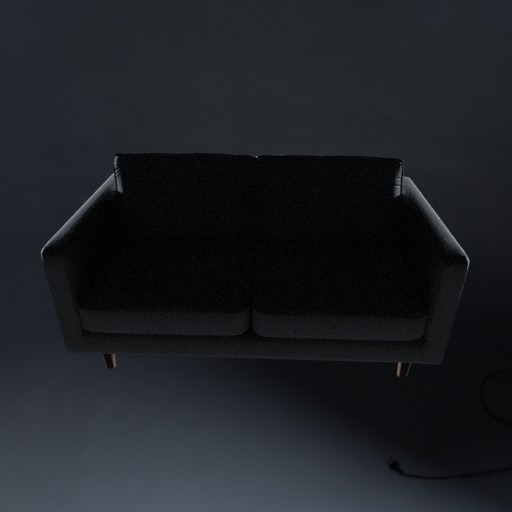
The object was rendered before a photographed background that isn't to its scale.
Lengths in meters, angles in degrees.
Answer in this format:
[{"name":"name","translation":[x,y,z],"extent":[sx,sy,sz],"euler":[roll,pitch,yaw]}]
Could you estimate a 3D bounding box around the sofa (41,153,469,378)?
[{"name":"sofa","translation":[0.000,0.000,2.290],"extent":[1.731,0.900,1.000],"euler":[1,30,2]}]
